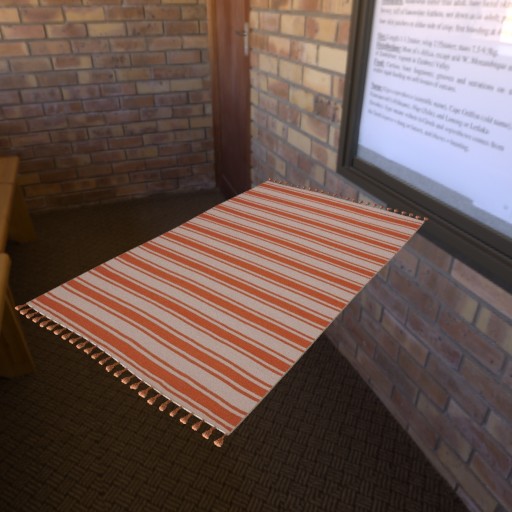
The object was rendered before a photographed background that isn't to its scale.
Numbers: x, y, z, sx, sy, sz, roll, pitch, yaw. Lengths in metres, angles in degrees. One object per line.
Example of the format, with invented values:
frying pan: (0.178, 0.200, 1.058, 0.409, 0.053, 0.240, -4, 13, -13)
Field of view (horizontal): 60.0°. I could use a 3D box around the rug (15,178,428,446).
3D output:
rug: (0.000, 0.000, 2.443, 1.232, 0.017, 2.092, 20, 36, 31)
